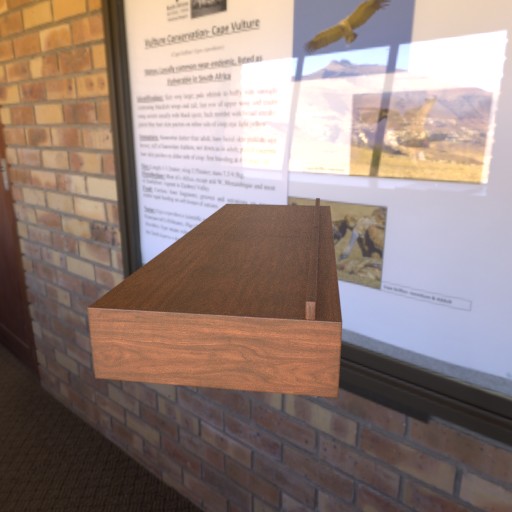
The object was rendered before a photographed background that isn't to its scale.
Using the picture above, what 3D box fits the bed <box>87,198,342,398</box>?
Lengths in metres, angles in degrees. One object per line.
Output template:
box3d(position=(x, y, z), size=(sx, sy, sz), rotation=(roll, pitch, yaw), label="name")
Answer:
box3d(position=(0.000, 0.000, 2.309), size=(0.787, 0.326, 2.057), rotation=(2, 16, 8), label="bed")
